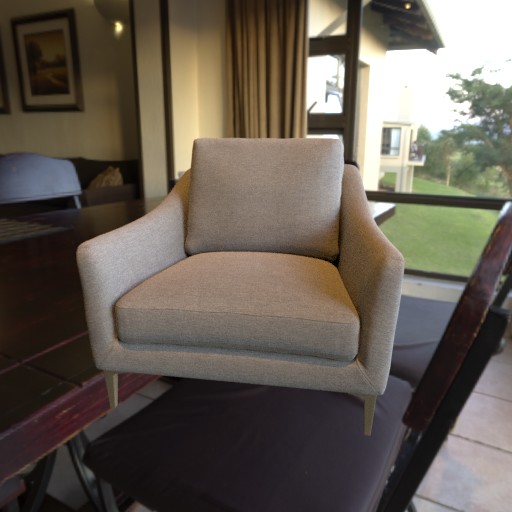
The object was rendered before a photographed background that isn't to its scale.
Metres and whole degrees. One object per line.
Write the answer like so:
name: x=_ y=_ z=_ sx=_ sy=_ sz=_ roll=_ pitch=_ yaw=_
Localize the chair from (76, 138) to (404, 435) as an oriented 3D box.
chair: x=0.000 y=0.000 z=1.757 sx=0.986 sy=0.902 sz=0.961 roll=3 pitch=15 yaw=9
